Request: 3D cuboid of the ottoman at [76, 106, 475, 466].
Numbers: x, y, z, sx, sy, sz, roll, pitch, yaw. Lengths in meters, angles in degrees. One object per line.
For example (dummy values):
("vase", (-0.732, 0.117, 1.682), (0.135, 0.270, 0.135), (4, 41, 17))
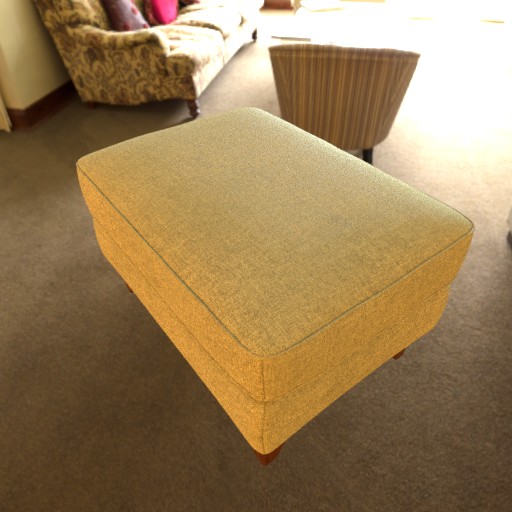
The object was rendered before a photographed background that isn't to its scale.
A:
("ottoman", (0.000, 0.000, 1.263), (0.661, 0.561, 0.889), (-26, 47, -27))
